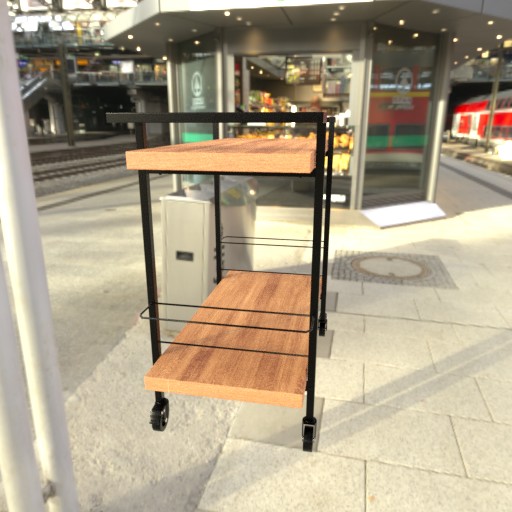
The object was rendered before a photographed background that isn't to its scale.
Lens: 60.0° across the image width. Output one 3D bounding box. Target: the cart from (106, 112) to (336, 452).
[{"bbox_3d":[0.000,0.000,1.262,0.406,0.762,0.806,3,17,11],"label":"cart"}]
